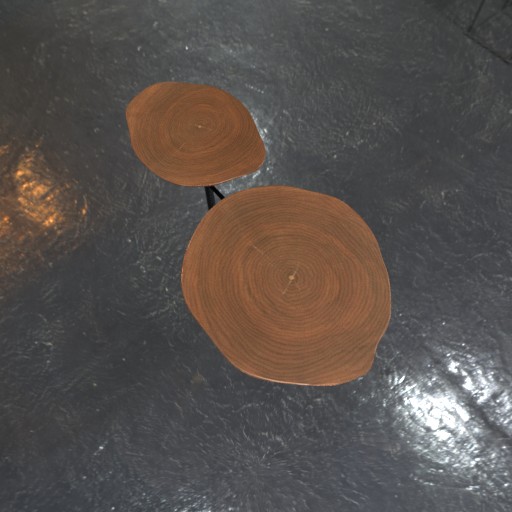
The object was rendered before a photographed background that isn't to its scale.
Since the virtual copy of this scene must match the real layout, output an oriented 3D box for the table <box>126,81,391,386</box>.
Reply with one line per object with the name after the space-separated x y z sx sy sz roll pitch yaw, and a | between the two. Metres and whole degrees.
0.000 0.000 1.110 0.442 0.538 0.759 -34 69 -15 | table
